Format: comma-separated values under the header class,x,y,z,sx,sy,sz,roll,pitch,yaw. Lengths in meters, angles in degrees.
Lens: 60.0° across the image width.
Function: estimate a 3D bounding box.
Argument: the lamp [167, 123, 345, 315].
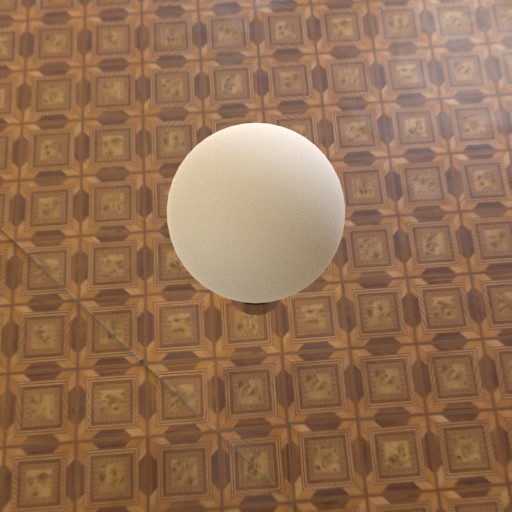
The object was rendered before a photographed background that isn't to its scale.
class,x,y,z,sx,sy,sz,roll,pitch,yaw
lamp,0.000,0.000,0.547,0.153,0.480,0.153,0,77,0
